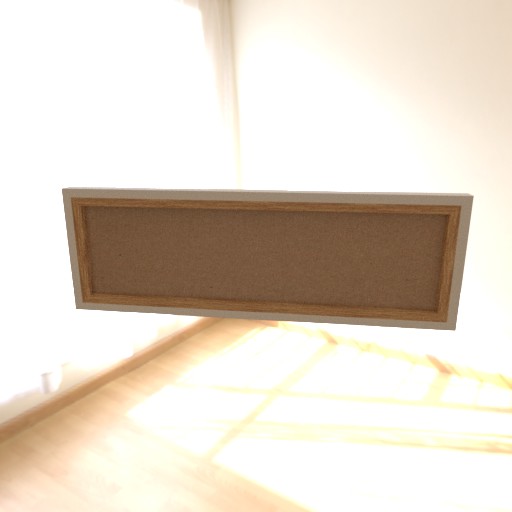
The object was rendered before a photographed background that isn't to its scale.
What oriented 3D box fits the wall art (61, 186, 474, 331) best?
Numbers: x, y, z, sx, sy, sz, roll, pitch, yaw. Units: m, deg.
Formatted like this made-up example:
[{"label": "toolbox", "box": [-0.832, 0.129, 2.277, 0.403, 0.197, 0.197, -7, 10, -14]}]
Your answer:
[{"label": "wall art", "box": [0.000, 0.000, 0.866, 0.763, 0.255, 0.038, 2, 16, 8]}]
